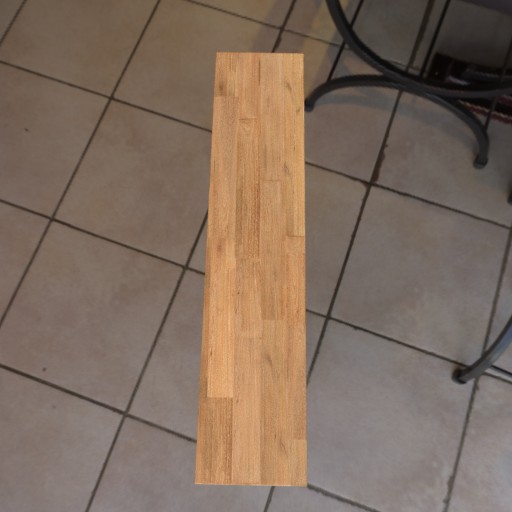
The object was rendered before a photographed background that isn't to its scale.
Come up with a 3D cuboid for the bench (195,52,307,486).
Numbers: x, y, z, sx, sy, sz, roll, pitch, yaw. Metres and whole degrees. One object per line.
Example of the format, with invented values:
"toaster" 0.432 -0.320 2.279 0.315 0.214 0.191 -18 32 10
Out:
"bench" 0.000 0.000 1.906 0.378 0.431 1.698 1 76 0
